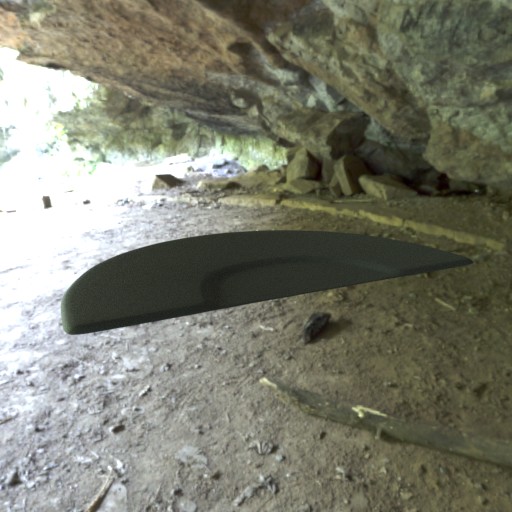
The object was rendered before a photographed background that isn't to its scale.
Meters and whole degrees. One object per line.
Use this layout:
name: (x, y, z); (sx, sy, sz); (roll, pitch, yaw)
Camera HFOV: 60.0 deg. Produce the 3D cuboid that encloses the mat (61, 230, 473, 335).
mat: (0.000, 0.000, 1.838); (1.525, 0.022, 0.917); (-7, 17, -25)
